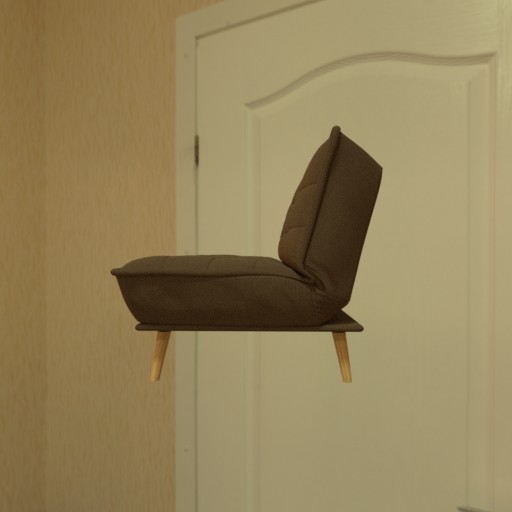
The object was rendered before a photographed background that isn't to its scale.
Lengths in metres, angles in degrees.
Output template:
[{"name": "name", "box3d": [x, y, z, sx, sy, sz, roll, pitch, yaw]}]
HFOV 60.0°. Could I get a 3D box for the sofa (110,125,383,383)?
[{"name": "sofa", "box3d": [0.000, 0.000, 2.443, 0.950, 0.890, 1.940, 0, 0, 2]}]
